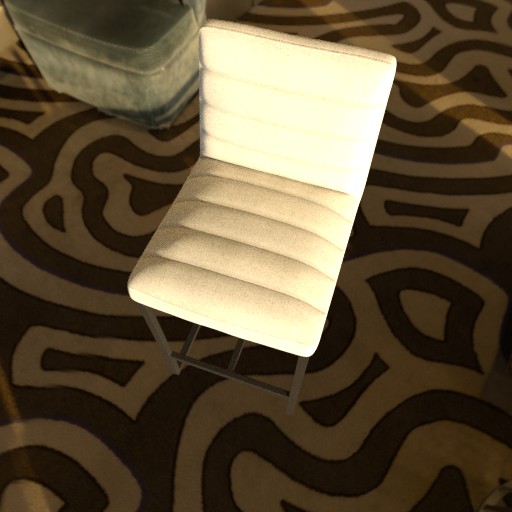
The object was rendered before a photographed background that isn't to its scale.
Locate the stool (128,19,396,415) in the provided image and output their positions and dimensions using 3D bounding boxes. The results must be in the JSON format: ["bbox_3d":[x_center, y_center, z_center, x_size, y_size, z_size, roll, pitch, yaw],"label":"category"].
[{"bbox_3d":[0.000,0.000,1.225,0.459,0.971,0.567,16,59,10],"label":"stool"}]
